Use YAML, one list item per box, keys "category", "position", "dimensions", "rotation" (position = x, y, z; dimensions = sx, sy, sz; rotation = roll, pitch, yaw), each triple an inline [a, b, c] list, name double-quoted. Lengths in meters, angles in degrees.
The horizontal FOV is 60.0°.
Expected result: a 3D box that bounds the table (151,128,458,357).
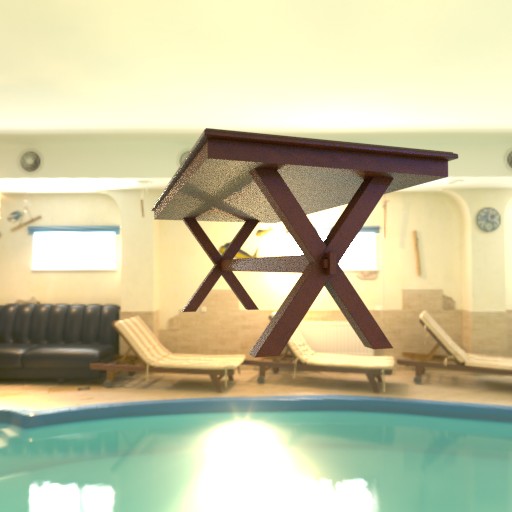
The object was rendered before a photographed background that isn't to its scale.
- category: "table"
  position: [0.000, 0.000, 1.496]
  dimensions: [0.594, 0.459, 1.197]
  rotation: [0, -2, -18]
